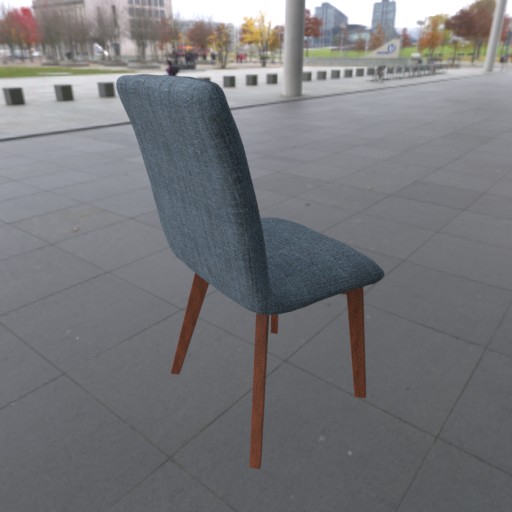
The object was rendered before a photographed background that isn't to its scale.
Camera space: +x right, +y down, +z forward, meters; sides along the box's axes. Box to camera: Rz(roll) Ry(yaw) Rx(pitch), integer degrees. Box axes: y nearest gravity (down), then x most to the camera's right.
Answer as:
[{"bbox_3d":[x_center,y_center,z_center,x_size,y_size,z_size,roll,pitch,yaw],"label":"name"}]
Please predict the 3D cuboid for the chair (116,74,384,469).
[{"bbox_3d":[0.000,0.000,1.269,0.563,0.974,0.522,-17,30,-32],"label":"chair"}]
